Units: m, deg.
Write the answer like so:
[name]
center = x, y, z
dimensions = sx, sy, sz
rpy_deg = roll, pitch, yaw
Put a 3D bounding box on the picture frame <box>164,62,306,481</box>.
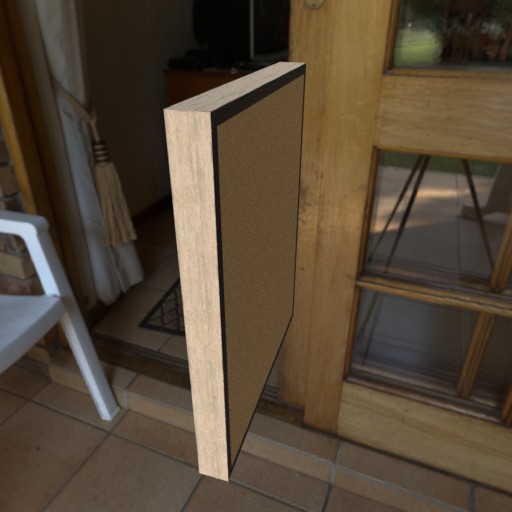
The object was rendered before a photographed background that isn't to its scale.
[picture frame]
center = 0.000, 0.000, 0.703
dimensions = 0.046, 0.526, 0.421
rpy_deg = 9, 30, 15
